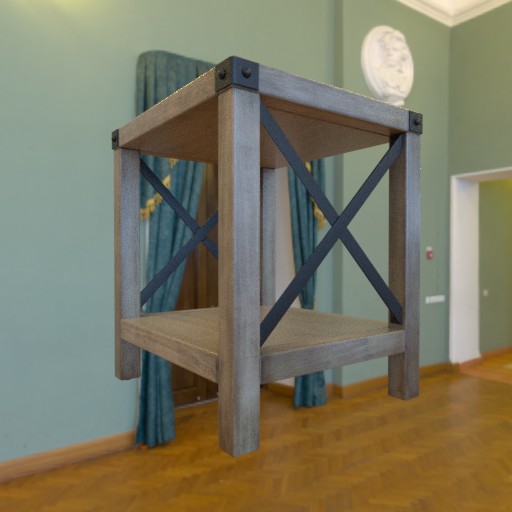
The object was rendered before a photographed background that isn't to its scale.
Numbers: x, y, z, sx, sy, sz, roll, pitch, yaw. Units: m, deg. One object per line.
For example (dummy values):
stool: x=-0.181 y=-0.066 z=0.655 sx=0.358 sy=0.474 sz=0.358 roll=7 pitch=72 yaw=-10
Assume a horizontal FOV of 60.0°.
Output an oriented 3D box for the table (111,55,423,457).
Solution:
table: x=0.000 y=0.000 z=0.935 sx=0.459 sy=0.561 sz=0.510 roll=-1 pitch=1 yaw=-36
